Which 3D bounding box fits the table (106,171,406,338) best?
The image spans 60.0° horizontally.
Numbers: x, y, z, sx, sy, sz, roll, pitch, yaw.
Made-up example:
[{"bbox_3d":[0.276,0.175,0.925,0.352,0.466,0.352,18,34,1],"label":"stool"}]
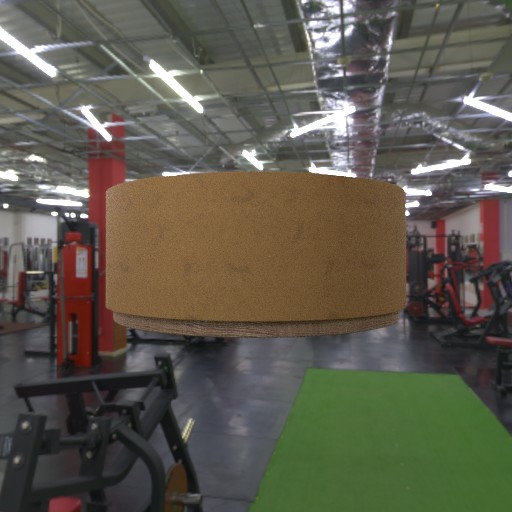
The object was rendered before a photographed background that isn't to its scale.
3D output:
[{"bbox_3d":[0.000,0.000,1.559,1.001,0.409,1.001,0,0,0],"label":"table"}]
